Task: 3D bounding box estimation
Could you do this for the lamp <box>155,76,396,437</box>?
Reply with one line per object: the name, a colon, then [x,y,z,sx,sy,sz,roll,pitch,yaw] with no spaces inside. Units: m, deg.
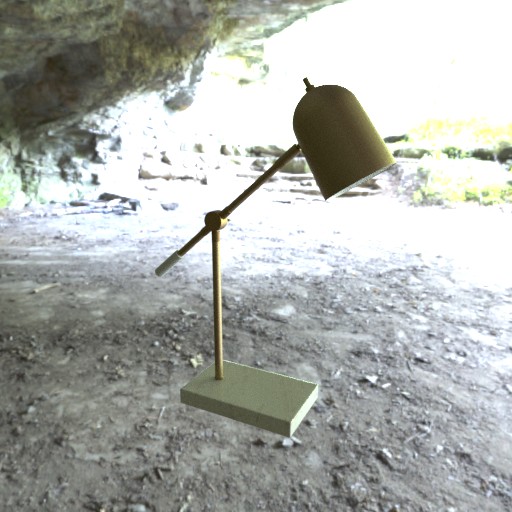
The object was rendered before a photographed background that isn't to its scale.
lamp: [0.000,0.000,0.812,0.471,0.603,0.144,7,16,26]
